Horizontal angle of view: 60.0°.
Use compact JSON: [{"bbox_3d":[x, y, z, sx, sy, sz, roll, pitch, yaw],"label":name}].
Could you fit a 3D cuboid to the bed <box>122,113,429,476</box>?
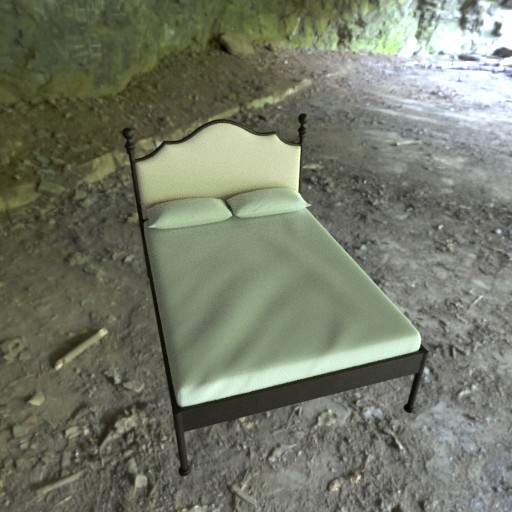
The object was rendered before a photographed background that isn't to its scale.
[{"bbox_3d":[0.000,0.000,3.338,1.642,1.499,2.224,-9,33,-14],"label":"bed"}]
